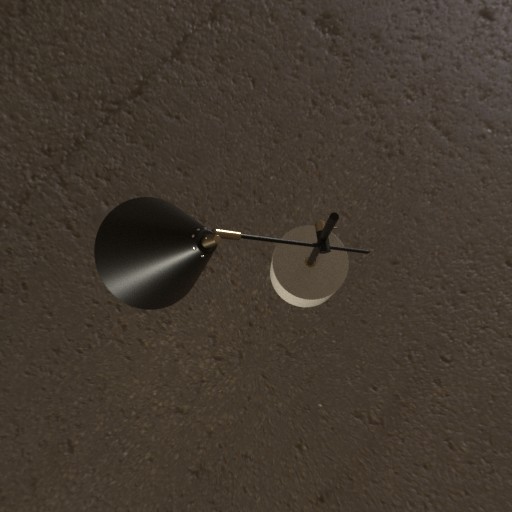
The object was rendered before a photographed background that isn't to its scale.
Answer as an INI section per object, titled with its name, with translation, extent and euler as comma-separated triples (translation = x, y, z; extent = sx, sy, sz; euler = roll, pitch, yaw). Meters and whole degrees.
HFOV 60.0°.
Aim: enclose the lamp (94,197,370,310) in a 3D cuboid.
[lamp]
translation = 0.000, 0.000, 0.718
extent = 0.403, 0.518, 0.214
euler = 3, 76, 1
